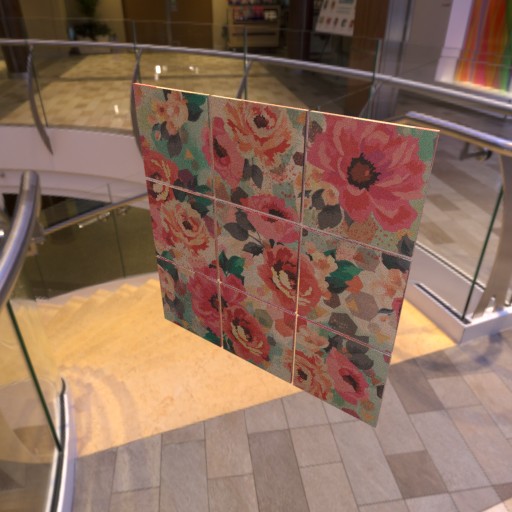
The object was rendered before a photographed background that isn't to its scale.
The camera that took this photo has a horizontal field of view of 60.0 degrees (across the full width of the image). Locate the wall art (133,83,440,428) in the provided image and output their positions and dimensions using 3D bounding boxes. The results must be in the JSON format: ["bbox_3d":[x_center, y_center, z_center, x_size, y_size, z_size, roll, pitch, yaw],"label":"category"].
[{"bbox_3d":[0.000,0.000,1.359,0.911,0.910,0.012,20,37,30],"label":"wall art"}]
